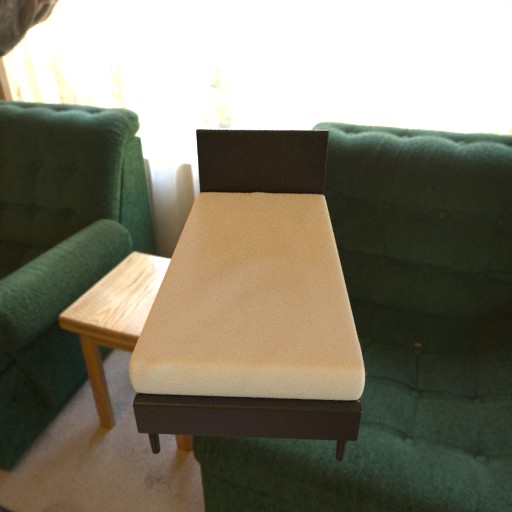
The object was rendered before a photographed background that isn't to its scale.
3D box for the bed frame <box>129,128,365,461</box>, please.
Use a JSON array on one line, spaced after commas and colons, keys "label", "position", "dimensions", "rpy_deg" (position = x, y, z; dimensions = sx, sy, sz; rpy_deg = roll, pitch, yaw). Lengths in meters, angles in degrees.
[{"label": "bed frame", "position": [0.000, 0.000, 2.615], "dimensions": [1.038, 1.046, 2.152], "rpy_deg": [1, 30, 2]}]
